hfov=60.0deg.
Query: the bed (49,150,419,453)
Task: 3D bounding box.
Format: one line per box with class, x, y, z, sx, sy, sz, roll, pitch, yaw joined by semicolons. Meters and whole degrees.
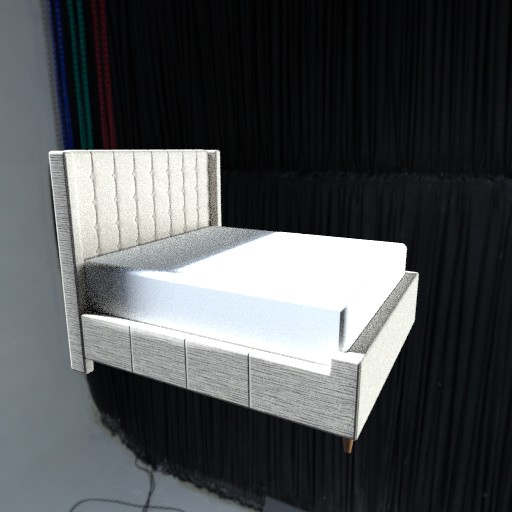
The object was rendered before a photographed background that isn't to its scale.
bed;0.000;0.000;3.753;2.370;1.743;2.045;7;15;27
